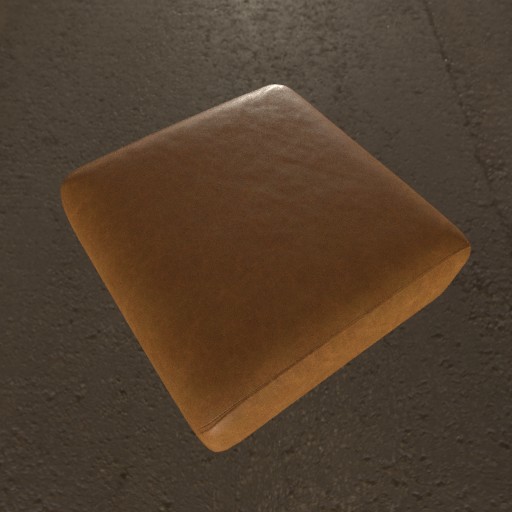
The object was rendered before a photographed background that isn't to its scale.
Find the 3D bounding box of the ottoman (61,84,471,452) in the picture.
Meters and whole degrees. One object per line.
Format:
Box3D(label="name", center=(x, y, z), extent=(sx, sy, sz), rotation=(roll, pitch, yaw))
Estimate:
Box3D(label="ottoman", center=(0.000, 0.000, 1.047), extent=(0.650, 0.399, 0.650), rotation=(-30, 61, -19))
